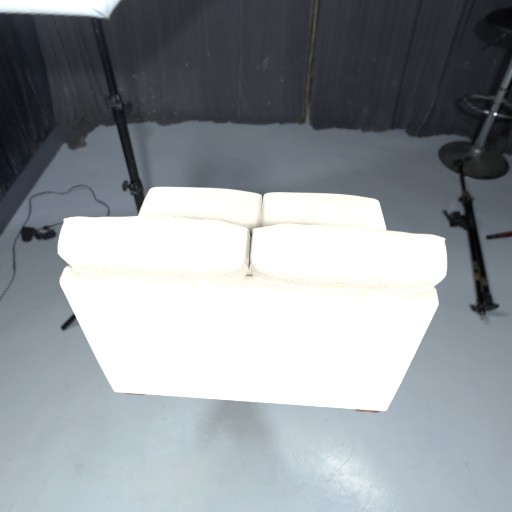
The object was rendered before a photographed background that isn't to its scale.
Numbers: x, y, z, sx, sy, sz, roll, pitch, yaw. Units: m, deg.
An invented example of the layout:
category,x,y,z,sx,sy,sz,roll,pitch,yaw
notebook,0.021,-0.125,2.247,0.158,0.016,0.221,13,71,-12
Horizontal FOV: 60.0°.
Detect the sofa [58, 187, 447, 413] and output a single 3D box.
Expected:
category,x,y,z,sx,sy,sz,roll,pitch,yaw
sofa,0.000,0.000,1.981,1.232,1.006,0.978,3,46,3
